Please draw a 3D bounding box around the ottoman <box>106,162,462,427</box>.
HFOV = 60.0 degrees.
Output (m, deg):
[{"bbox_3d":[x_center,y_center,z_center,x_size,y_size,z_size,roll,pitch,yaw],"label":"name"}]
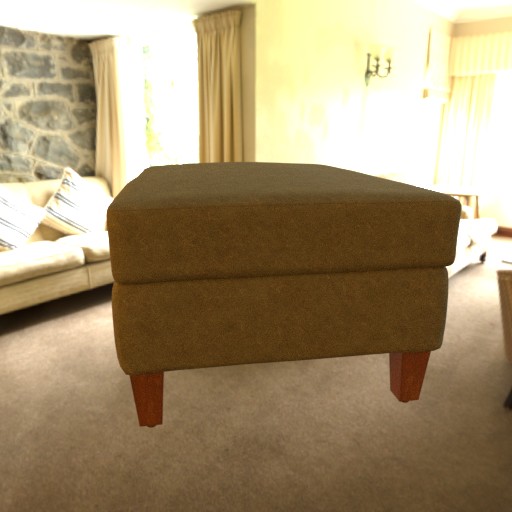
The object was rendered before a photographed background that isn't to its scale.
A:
[{"bbox_3d":[0.000,0.000,1.185,0.639,0.464,0.839,-2,16,-9],"label":"ottoman"}]
